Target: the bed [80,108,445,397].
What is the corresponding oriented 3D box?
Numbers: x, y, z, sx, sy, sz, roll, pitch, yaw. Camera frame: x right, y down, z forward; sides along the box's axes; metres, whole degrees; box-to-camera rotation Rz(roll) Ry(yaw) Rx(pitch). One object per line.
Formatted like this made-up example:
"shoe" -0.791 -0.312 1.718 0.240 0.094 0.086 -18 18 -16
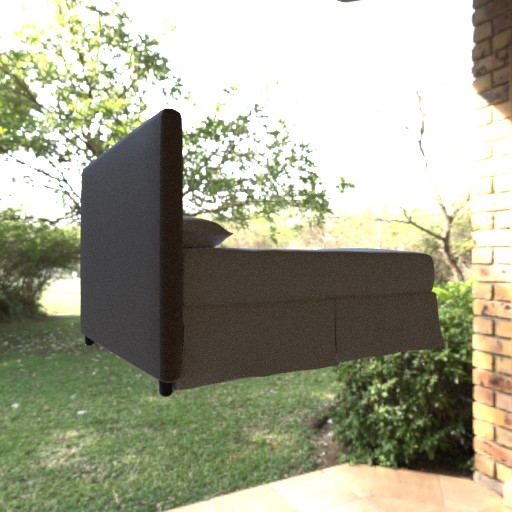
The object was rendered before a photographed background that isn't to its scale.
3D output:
"bed" 0.000 0.000 3.251 2.142 1.330 1.723 0 -1 -34
